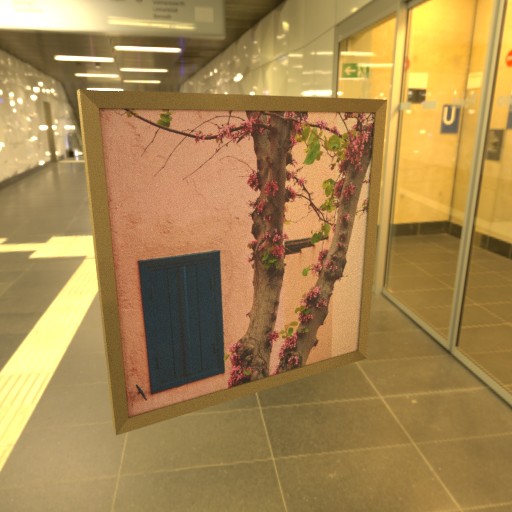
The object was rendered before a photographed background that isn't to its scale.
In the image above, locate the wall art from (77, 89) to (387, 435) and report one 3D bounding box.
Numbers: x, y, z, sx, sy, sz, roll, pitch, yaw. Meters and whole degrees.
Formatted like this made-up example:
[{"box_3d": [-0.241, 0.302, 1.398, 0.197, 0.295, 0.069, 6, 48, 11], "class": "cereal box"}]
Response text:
[{"box_3d": [0.000, 0.000, 1.118, 0.762, 0.762, 0.038, -9, 19, -27], "class": "wall art"}]
